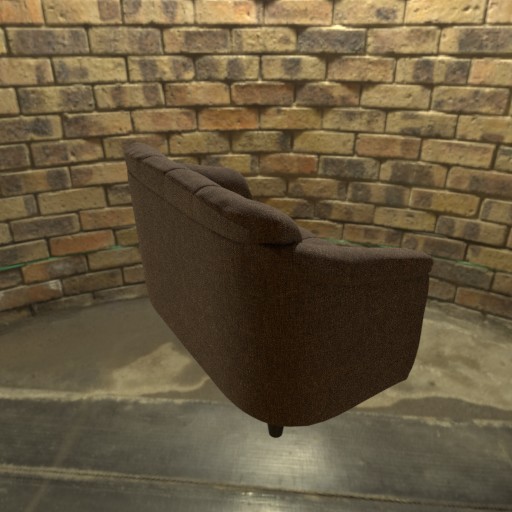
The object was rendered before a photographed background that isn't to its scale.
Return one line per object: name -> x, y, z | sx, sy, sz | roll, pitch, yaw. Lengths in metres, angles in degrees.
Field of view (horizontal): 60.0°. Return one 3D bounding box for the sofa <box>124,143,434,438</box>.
sofa -> 0.000, 0.000, 1.971 | 0.799, 0.895, 1.404 | -16, 30, -29
